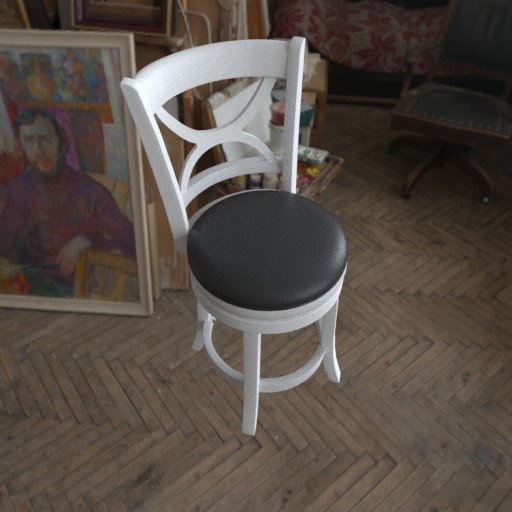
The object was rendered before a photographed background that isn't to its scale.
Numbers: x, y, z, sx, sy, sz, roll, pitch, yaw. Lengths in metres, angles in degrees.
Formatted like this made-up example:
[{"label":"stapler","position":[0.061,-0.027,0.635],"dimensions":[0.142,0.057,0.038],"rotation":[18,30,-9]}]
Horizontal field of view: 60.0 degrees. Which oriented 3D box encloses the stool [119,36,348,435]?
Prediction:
[{"label":"stool","position":[0.000,0.000,1.197],"dimensions":[0.444,0.953,0.508],"rotation":[-24,51,-21]}]
